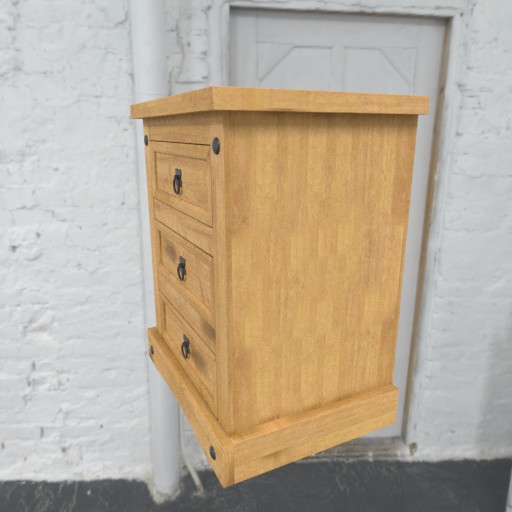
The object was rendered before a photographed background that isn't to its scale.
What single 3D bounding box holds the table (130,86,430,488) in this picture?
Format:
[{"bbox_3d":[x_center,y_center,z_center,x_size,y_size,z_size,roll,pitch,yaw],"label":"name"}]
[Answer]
[{"bbox_3d":[0.000,0.000,1.231,0.500,0.813,0.660,-8,18,-26],"label":"table"}]
